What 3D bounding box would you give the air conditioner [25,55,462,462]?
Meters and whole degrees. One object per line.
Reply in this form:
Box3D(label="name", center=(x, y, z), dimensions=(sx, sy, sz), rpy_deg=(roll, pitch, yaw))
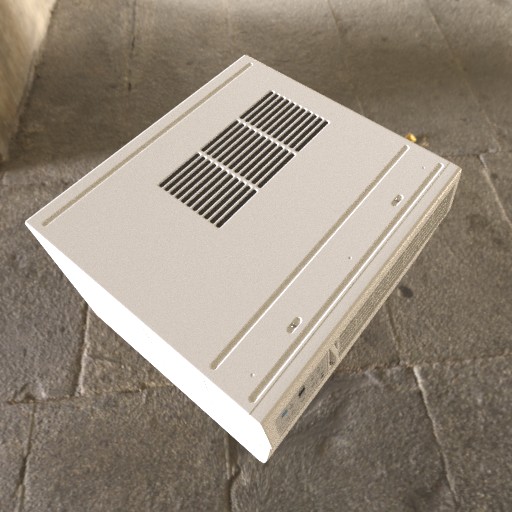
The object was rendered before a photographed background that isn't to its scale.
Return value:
Box3D(label="air conditioner", center=(0.000, 0.000, 1.053), dimensions=(0.599, 0.455, 0.645), rpy_deg=(35, 66, 19))
